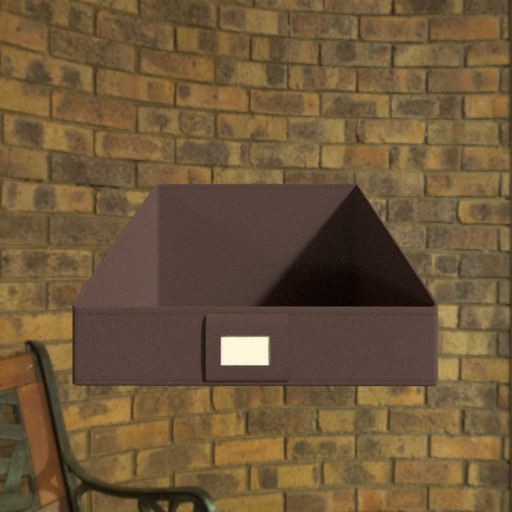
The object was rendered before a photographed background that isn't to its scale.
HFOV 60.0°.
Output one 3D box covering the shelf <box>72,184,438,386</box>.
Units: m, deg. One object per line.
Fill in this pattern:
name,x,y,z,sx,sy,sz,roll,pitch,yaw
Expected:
shelf,0.000,0.000,0.492,0.292,0.210,0.292,0,0,0
